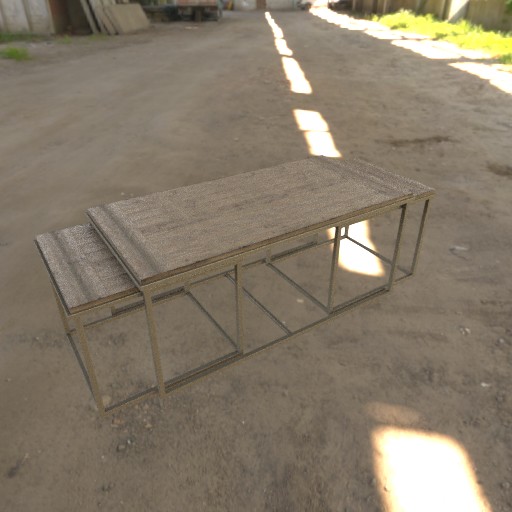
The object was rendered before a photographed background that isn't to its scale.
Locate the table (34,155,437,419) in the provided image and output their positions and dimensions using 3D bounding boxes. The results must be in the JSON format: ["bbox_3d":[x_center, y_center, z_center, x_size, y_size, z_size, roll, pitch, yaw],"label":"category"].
[{"bbox_3d":[0.000,0.000,1.564,1.312,0.427,0.489,-19,36,-28],"label":"table"}]
